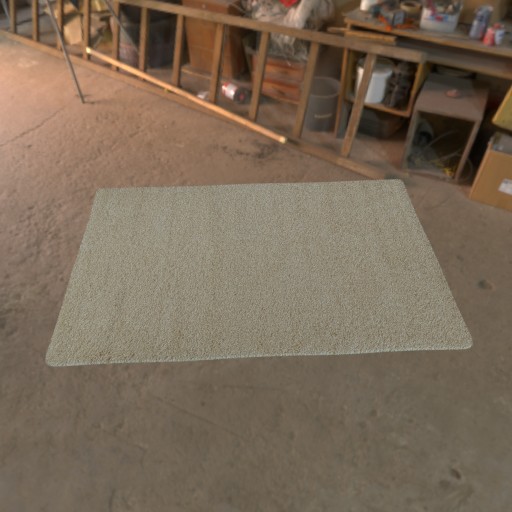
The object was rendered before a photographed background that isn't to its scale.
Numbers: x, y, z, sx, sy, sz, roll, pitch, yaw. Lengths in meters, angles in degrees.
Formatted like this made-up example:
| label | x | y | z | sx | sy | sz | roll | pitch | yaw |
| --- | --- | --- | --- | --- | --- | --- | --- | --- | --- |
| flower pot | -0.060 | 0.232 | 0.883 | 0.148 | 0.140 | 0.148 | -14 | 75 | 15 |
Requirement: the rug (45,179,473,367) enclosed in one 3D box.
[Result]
| label | x | y | z | sx | sy | sz | roll | pitch | yaw |
| --- | --- | --- | --- | --- | --- | --- | --- | --- | --- |
| rug | 0.000 | 0.000 | 2.914 | 2.349 | 0.026 | 1.500 | -2 | 47 | -2 |
